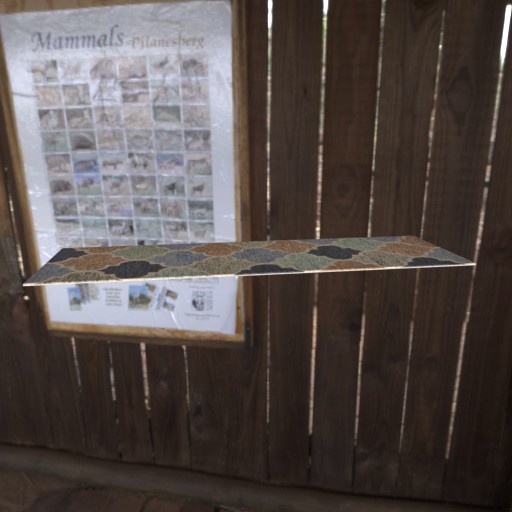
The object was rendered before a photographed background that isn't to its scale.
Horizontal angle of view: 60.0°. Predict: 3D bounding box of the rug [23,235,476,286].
[{"bbox_3d":[0.000,0.000,2.541,2.287,0.011,0.687,-2,15,-8],"label":"rug"}]
